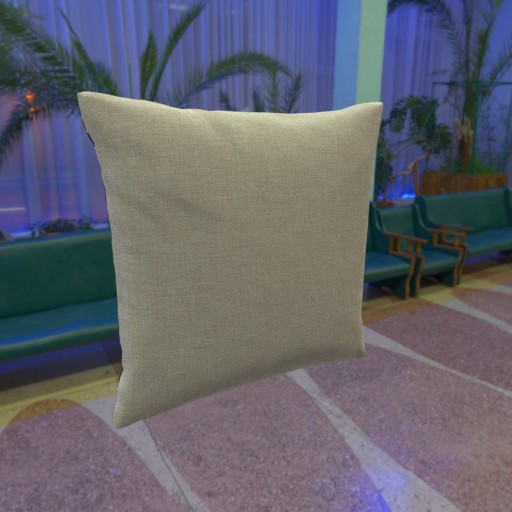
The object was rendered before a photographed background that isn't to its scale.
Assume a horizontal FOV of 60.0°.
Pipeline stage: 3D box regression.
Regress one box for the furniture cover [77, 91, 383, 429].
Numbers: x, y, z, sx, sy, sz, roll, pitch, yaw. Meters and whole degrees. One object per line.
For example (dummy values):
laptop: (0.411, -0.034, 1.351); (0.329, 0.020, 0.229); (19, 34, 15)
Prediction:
furniture cover: (0.000, 0.000, 0.750); (0.517, 0.508, 0.158); (-8, 18, -27)
